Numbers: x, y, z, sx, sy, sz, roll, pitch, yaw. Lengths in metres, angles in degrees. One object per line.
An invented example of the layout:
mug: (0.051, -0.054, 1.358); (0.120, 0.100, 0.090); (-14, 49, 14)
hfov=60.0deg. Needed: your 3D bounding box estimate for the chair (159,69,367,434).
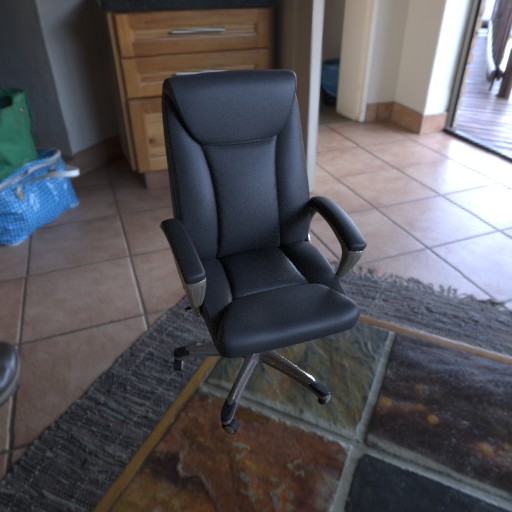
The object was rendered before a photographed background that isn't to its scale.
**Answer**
chair: (0.000, 0.000, 1.636); (0.694, 1.188, 0.748); (-10, 34, -16)
